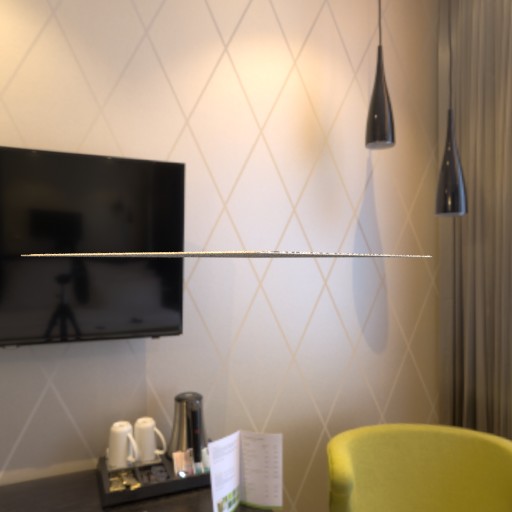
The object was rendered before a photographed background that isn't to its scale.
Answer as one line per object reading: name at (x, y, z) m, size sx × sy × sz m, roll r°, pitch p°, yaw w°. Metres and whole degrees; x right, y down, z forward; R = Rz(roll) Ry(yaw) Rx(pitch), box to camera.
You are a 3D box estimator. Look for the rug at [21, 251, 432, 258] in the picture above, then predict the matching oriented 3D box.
rug at (0.000, 0.000, 2.029) m, size 1.146 × 0.006 × 1.556 m, roll 0°, pitch -1°, yaw 36°
